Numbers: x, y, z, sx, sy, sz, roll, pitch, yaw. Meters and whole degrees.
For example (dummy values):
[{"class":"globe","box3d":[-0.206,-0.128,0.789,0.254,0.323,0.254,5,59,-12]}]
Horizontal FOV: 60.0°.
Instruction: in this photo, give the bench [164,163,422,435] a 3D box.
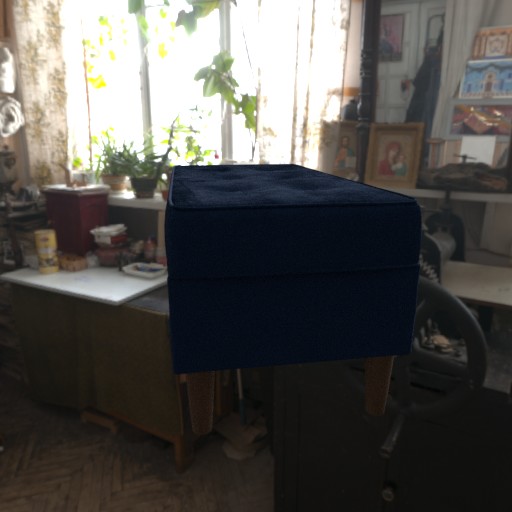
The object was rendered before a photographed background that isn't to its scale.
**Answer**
[{"class":"bench","box3d":[0.000,0.000,1.311,0.489,0.467,1.010,-3,16,-9]}]
